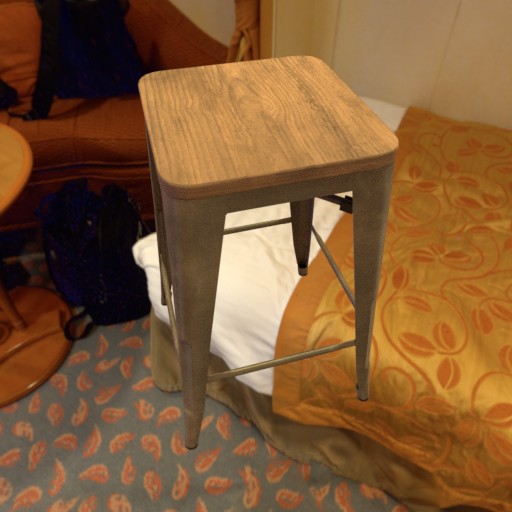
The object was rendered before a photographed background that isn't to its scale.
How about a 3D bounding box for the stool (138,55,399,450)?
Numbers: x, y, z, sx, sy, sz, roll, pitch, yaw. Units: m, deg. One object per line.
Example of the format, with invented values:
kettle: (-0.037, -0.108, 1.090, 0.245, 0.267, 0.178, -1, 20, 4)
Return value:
stool: (0.000, 0.000, 0.851, 0.407, 0.607, 0.407, -11, 46, -11)
